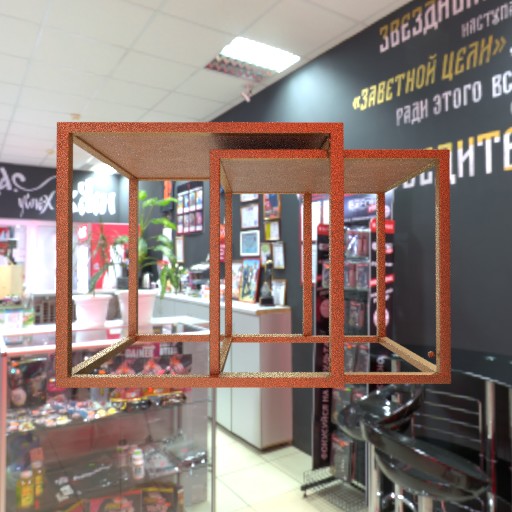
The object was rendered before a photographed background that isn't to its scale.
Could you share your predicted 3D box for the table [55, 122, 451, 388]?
[{"bbox_3d":[0.000,0.000,1.093,0.762,0.505,0.505,0,-1,0],"label":"table"}]
